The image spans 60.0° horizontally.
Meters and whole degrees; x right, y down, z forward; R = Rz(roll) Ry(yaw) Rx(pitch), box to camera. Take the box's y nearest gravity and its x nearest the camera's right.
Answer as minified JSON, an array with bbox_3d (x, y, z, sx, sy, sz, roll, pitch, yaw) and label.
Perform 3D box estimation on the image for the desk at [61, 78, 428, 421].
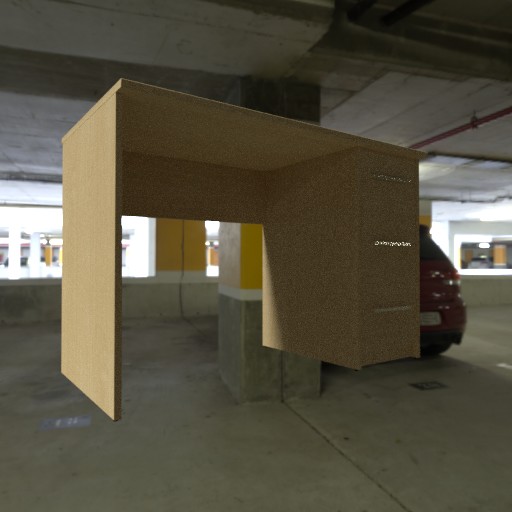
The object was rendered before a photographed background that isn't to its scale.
[{"bbox_3d":[0.000,0.000,1.475,1.097,0.735,0.560,1,-1,-35],"label":"desk"}]
